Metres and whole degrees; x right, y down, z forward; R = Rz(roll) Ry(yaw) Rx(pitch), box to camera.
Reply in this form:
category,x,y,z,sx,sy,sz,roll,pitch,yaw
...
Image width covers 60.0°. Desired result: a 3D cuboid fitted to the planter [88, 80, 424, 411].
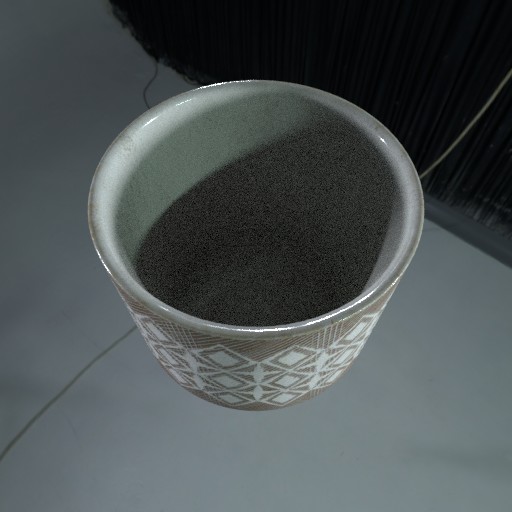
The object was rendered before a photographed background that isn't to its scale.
category,x,y,z,sx,sy,sz,roll,pitch,yaw
planter,0.000,0.000,0.213,0.126,0.104,0.126,0,57,0
